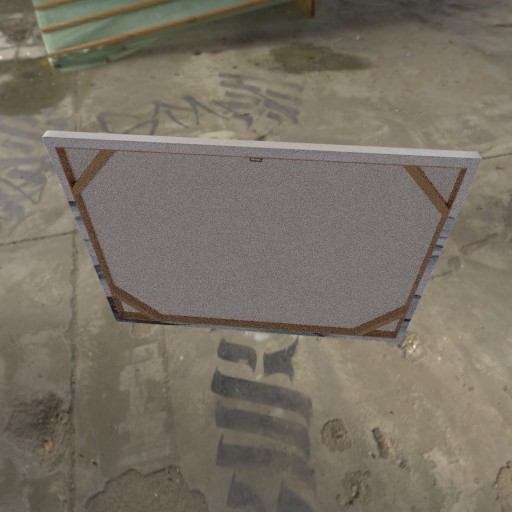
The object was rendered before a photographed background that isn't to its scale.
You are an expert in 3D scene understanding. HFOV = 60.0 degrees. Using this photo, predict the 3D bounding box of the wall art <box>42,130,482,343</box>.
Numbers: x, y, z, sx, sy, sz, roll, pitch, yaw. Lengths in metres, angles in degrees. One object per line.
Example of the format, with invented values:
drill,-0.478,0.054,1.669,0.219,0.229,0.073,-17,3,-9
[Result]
wall art,0.000,0.000,1.568,1.219,0.915,0.039,4,47,3
